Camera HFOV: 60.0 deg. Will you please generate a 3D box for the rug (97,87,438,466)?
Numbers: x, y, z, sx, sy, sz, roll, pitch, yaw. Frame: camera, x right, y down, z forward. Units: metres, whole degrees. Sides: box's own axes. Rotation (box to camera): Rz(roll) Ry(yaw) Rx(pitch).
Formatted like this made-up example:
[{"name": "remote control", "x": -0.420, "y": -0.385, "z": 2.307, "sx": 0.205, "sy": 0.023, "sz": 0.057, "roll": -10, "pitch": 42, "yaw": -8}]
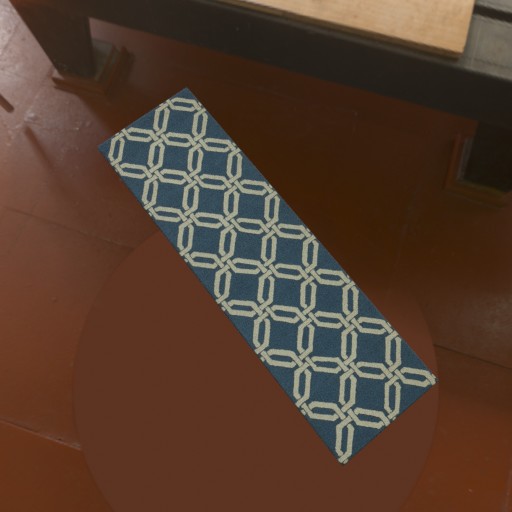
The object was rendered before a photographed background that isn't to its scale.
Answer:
[{"name": "rug", "x": 0.000, "y": 0.000, "z": 2.524, "sx": 0.678, "sy": 0.014, "sz": 2.276, "roll": -37, "pitch": 78, "yaw": -9}]
